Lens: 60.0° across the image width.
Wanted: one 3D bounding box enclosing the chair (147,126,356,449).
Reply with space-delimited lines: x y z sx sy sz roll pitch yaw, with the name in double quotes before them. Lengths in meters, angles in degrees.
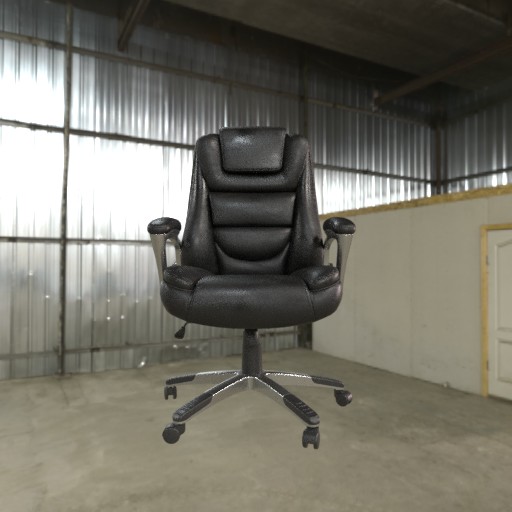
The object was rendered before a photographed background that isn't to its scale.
"chair" 0.000 0.000 1.554 0.697 1.075 0.689 0 0 0
